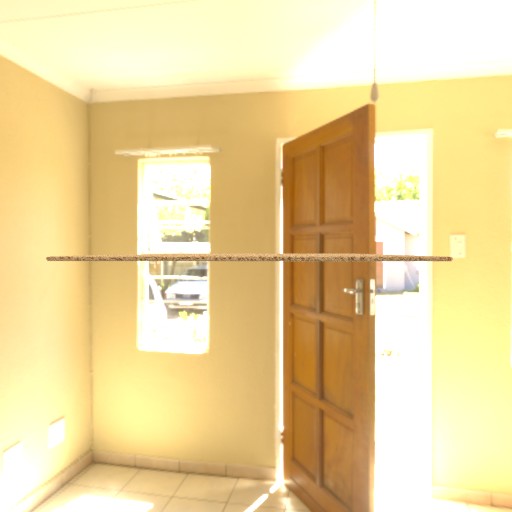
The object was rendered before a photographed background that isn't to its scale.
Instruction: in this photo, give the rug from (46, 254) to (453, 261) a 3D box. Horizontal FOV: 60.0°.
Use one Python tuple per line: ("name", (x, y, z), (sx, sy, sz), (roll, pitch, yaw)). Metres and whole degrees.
("rug", (0.000, 0.000, 4.147), (2.438, 0.029, 3.047), (0, 1, 2))
